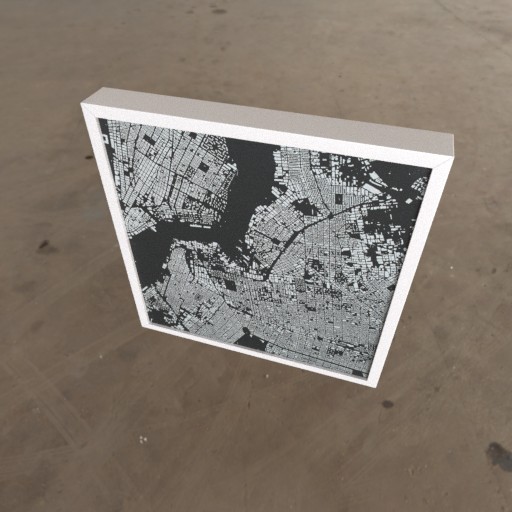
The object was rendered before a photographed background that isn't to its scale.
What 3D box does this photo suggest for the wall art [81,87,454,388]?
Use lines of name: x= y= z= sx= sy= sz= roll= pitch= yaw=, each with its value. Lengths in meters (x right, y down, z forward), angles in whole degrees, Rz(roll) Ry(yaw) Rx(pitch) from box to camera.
wall art: x=0.000 y=0.000 z=0.463 sx=0.305 sy=0.305 sz=0.037 roll=12 pitch=44 yaw=13
